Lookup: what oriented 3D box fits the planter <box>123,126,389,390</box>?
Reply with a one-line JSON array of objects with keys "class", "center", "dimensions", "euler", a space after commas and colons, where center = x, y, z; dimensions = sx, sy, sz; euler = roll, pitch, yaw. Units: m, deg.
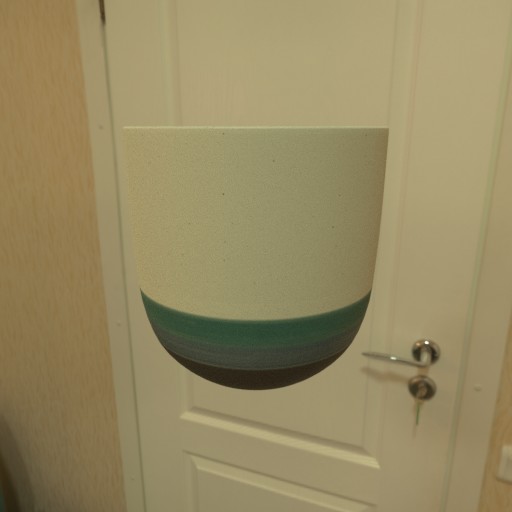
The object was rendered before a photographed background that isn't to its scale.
[{"class": "planter", "center": [0.000, 0.000, 0.382], "dimensions": [0.204, 0.214, 0.204], "euler": [0, 16, 0]}]
